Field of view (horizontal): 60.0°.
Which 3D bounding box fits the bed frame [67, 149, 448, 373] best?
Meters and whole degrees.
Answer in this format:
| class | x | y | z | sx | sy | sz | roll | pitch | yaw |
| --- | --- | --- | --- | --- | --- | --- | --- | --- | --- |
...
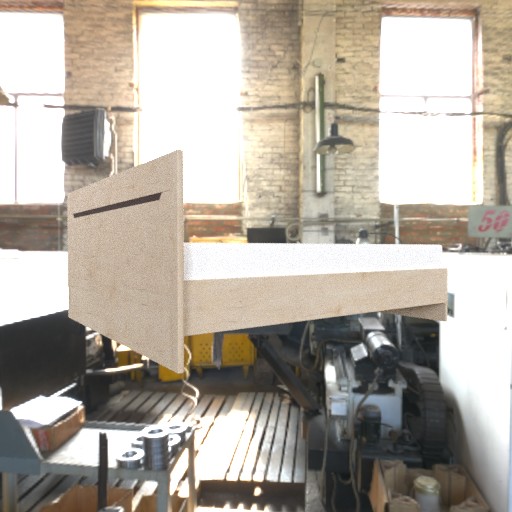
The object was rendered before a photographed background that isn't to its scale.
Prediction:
| class | x | y | z | sx | sy | sz | roll | pitch | yaw |
| --- | --- | --- | --- | --- | --- | --- | --- | --- | --- |
| bed frame | 0.000 | 0.000 | 3.110 | 2.080 | 0.900 | 1.800 | -1 | 1 | -36 |
